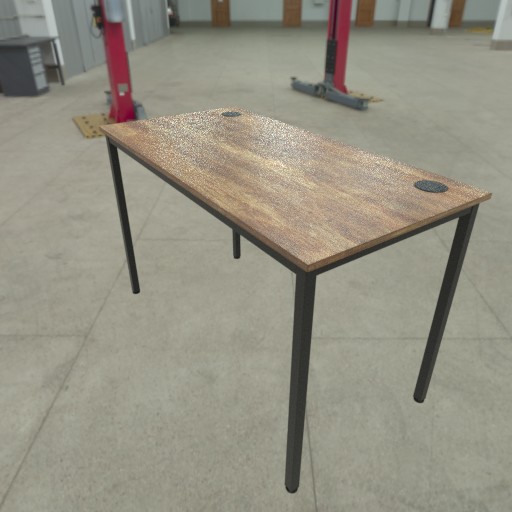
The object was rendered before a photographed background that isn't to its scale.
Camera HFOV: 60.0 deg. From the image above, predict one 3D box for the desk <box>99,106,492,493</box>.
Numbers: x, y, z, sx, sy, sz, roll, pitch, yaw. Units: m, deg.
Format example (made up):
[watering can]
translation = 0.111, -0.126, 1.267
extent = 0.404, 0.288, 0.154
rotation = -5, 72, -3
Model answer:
[desk]
translation = 0.000, 0.000, 1.567
extent = 0.600, 0.749, 1.200
rotation = -19, 36, -29
